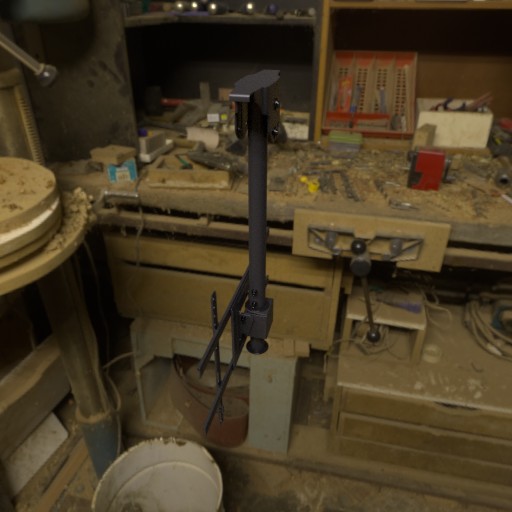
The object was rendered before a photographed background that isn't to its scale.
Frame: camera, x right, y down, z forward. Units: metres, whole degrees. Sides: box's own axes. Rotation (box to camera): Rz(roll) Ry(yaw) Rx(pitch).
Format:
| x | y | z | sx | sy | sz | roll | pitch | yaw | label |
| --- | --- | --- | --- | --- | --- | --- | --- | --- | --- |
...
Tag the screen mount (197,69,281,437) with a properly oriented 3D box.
| x | y | z | sx | sy | sz | roll | pitch | yaw | label |
| --- | --- | --- | --- | --- | --- | --- | --- | --- | --- |
| 0.000 | 0.000 | 1.036 | 0.090 | 0.775 | 0.595 | 8 | 32 | 12 | screen mount |
